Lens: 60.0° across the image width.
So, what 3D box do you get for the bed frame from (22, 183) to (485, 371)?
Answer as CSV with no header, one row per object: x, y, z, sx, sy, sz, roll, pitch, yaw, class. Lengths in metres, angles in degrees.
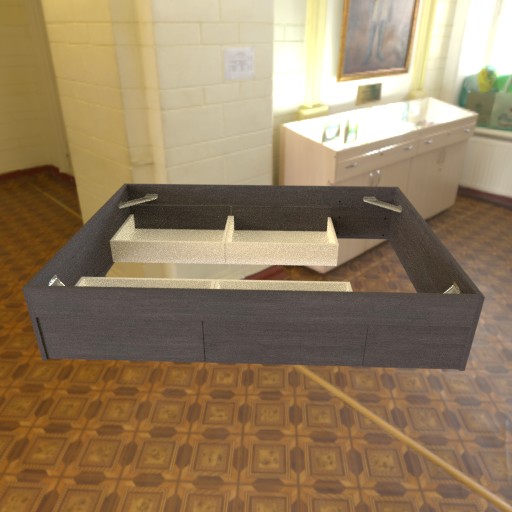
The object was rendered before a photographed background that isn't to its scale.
0.000,0.000,2.593,1.944,0.459,1.448,1,27,2,bed frame
